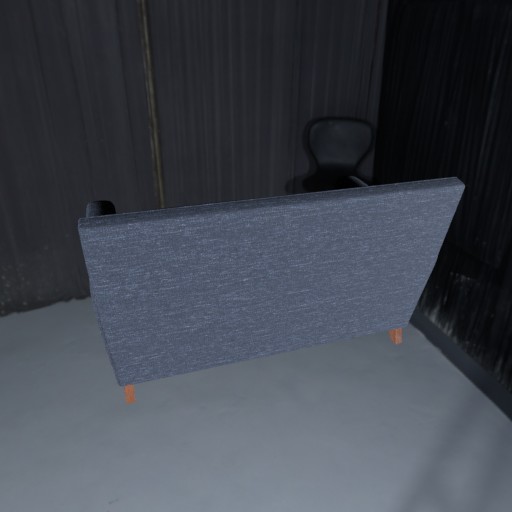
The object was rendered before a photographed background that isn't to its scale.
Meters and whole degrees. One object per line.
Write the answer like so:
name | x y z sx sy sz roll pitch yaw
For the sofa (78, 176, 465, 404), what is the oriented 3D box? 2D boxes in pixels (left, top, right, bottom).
sofa | 0.000 0.000 2.007 1.420 0.846 0.875 -8 29 -15
